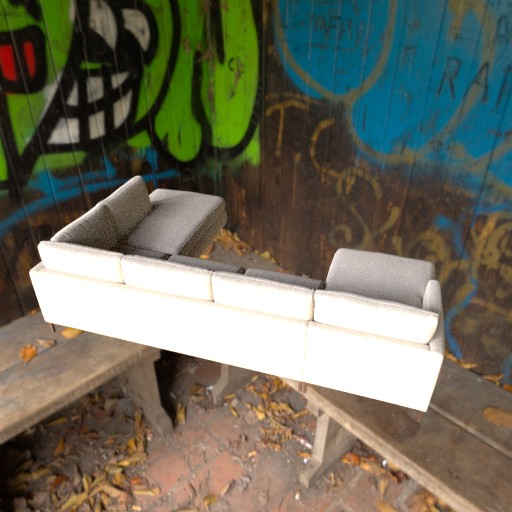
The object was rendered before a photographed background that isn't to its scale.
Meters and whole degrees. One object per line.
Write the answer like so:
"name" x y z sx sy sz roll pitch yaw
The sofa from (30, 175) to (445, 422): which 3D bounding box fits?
"sofa" 0.000 0.000 3.534 2.737 0.756 1.879 9 34 15
